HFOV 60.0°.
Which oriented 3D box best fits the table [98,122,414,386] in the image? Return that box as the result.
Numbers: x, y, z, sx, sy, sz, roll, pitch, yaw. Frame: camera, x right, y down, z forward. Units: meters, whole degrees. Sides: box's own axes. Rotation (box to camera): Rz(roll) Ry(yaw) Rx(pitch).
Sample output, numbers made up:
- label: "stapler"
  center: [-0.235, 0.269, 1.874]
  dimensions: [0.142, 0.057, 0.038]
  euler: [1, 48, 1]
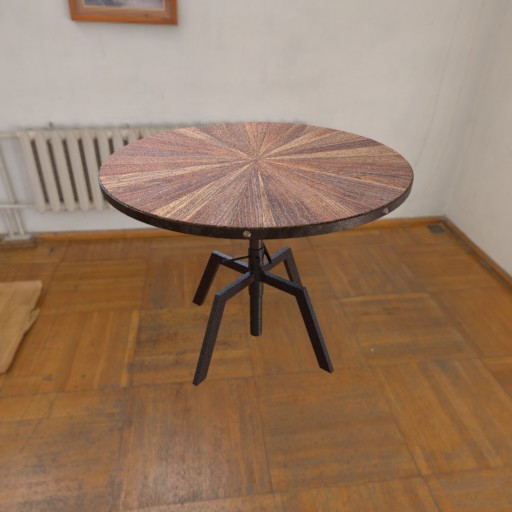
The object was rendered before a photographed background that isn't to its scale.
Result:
- label: "table"
  center: [0.000, 0.000, 1.465]
  dimensions: [0.885, 0.658, 0.885]
  euler: [0, 31, 0]
